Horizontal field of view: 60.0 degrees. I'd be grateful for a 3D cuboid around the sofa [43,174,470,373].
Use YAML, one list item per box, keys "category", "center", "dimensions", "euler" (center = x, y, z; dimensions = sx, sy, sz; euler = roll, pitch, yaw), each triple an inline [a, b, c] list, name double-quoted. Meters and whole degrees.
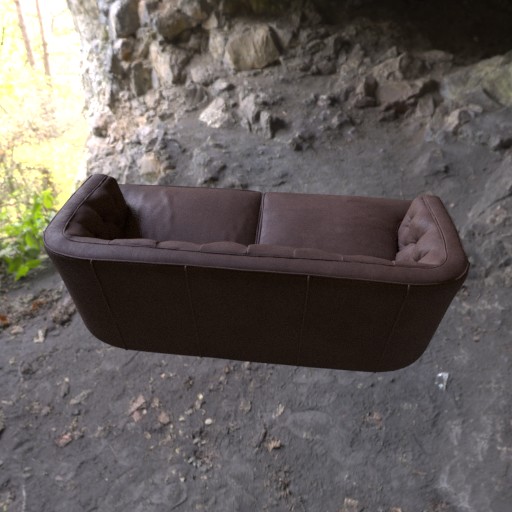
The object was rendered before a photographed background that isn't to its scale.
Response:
- category: "sofa"
  center: [0.000, 0.000, 2.215]
  dimensions: [1.767, 0.799, 0.917]
  euler: [4, 47, 4]
